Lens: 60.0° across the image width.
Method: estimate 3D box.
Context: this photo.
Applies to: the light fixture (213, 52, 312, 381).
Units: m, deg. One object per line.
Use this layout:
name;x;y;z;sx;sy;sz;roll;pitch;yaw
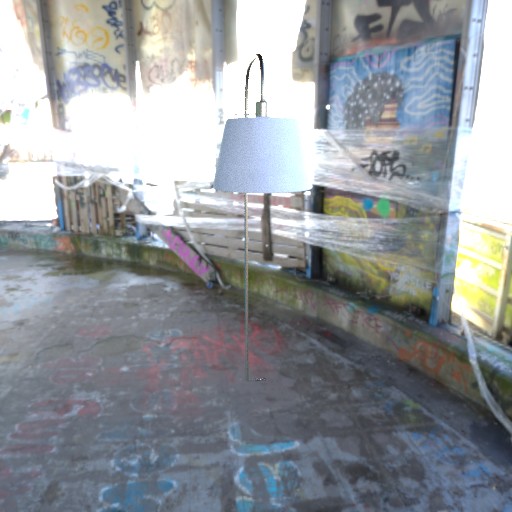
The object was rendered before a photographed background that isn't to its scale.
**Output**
light fixture;0.000;0.000;0.474;0.092;0.399;0.176;-2;15;-8
